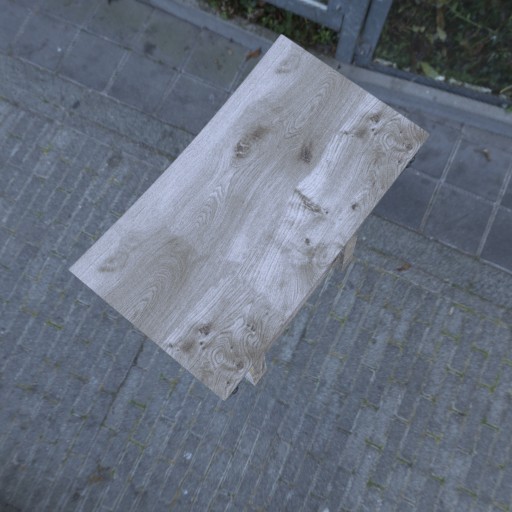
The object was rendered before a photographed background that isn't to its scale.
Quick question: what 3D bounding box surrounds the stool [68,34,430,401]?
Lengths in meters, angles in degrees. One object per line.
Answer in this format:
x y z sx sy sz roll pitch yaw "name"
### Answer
0.000 0.000 0.885 0.330 0.635 0.450 38 80 8 "stool"
